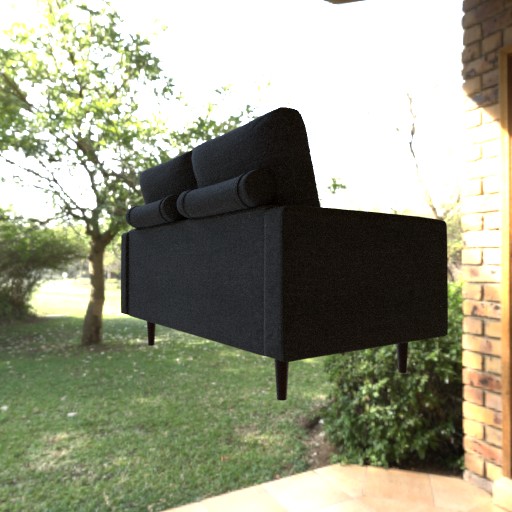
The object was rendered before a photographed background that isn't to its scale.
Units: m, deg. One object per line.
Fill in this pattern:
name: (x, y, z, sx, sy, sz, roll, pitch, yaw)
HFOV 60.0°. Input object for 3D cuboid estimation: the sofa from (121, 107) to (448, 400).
sofa: (0.000, 0.000, 1.996, 0.842, 0.907, 1.407, 1, -1, -35)
